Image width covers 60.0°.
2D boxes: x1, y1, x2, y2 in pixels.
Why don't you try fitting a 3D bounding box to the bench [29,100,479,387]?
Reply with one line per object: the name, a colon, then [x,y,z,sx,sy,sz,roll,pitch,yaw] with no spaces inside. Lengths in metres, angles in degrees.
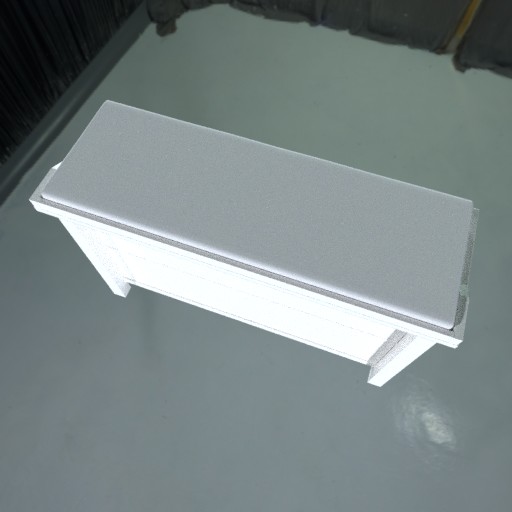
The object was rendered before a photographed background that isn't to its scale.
bench: [0.000,0.000,1.258,0.987,0.589,0.346,18,64,9]
